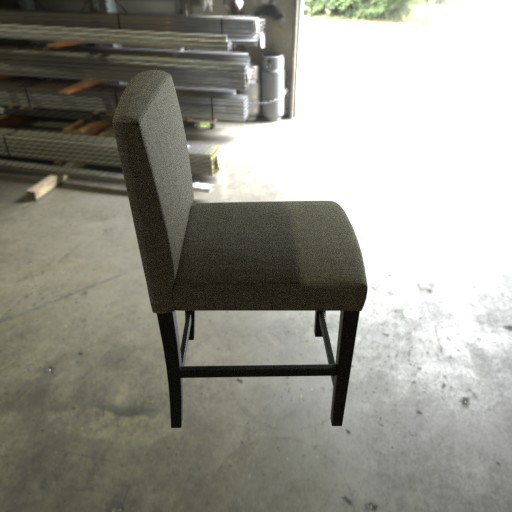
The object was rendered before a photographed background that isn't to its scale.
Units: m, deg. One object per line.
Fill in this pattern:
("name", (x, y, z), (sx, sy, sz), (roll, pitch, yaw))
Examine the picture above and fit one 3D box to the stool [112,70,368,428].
("stool", (0.000, 0.000, 1.252), (0.552, 0.966, 0.451), (-1, 33, -1))
